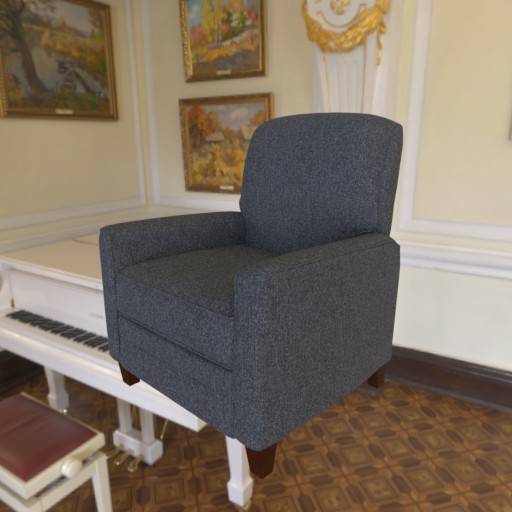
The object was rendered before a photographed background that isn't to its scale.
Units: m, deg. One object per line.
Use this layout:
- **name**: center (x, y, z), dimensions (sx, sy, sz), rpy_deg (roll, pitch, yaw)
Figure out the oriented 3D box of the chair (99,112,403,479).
- **chair**: center (0.000, 0.000, 1.606), dimensions (0.839, 1.016, 0.850), rpy_deg (14, 20, 42)
